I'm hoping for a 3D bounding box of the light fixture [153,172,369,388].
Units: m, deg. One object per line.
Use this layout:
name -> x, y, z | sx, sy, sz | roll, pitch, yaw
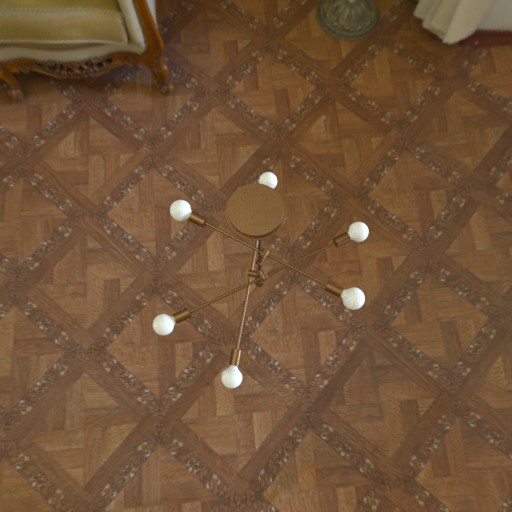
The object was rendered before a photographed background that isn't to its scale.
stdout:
light fixture -> 0.000, 0.000, 1.236 | 0.637, 0.744, 0.682 | 38, 78, 10
